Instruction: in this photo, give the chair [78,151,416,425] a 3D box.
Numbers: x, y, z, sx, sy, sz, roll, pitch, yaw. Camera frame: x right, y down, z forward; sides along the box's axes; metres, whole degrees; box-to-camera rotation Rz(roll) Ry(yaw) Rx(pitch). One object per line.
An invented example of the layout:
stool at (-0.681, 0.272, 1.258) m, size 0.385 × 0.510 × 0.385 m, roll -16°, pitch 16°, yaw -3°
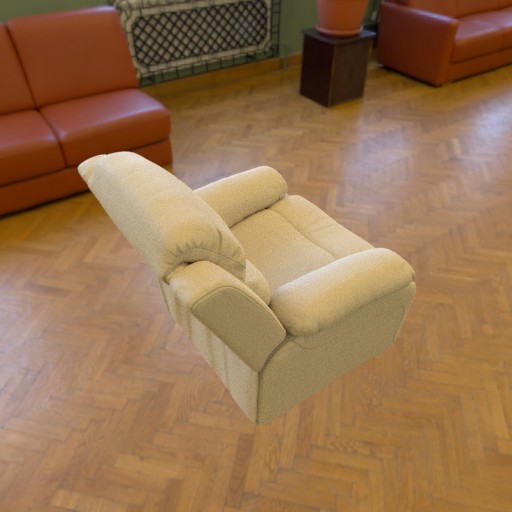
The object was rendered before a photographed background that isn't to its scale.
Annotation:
chair at (0.000, 0.000, 1.263) m, size 0.709 × 0.702 × 0.680 m, roll -25°, pitch 47°, yaw -26°
